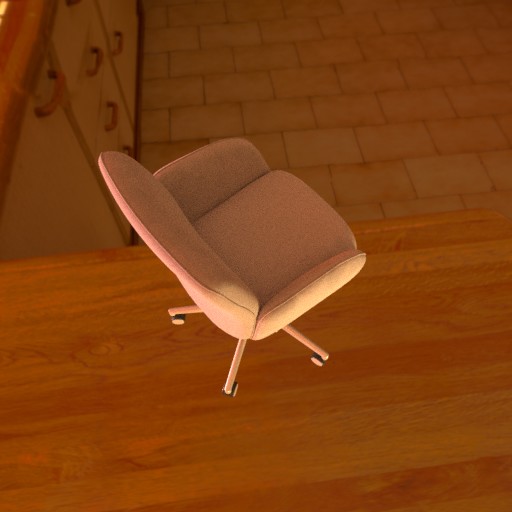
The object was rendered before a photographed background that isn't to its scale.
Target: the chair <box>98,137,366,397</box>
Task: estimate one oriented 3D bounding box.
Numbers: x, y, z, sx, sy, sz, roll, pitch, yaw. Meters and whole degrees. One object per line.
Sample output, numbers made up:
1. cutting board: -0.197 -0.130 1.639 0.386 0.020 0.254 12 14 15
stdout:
1. chair: 0.000 0.000 1.414 0.654 0.959 0.648 -33 64 -18
